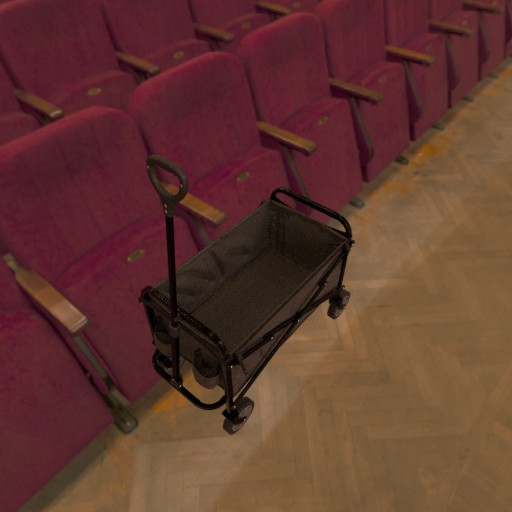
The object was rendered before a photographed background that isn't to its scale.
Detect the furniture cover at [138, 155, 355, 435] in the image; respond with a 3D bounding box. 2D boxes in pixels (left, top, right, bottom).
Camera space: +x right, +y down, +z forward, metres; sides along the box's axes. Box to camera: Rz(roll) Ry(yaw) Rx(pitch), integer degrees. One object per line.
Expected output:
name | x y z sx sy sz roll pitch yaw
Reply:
furniture cover | 0.000 0.000 1.833 0.532 1.295 1.038 31 53 27
